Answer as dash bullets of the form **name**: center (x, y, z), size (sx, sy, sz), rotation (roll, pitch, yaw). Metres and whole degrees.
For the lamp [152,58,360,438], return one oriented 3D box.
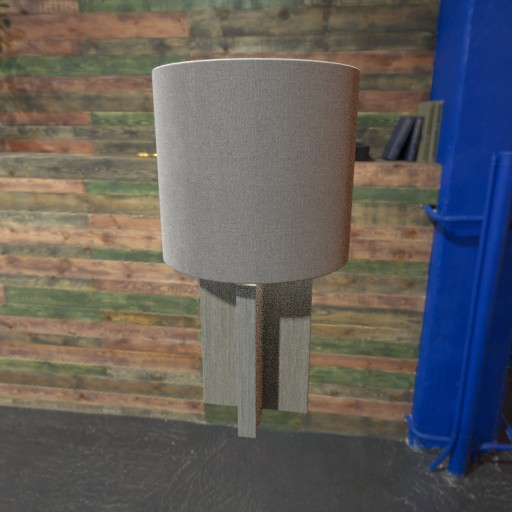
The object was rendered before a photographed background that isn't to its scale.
- **lamp**: center (0.000, 0.000, 0.557), size (0.229, 0.428, 0.229), rotation (3, 17, 9)
